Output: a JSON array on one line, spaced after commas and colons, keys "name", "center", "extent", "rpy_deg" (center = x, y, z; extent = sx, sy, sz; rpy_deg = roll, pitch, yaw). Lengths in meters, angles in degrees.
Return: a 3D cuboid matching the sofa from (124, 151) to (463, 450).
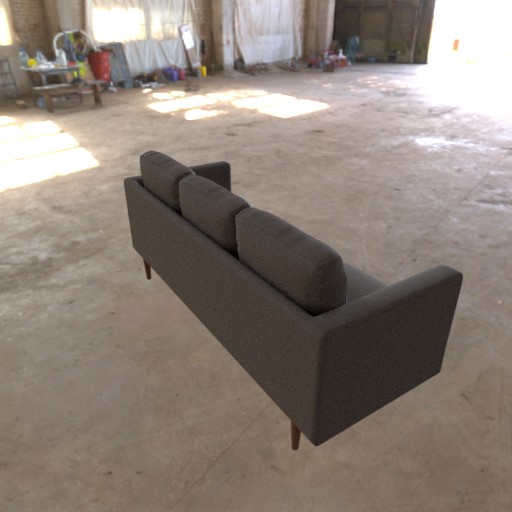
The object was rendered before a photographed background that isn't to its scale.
[{"name": "sofa", "center": [0.000, 0.000, 2.504], "extent": [0.802, 0.912, 2.029], "rpy_deg": [-17, 32, -29]}]
